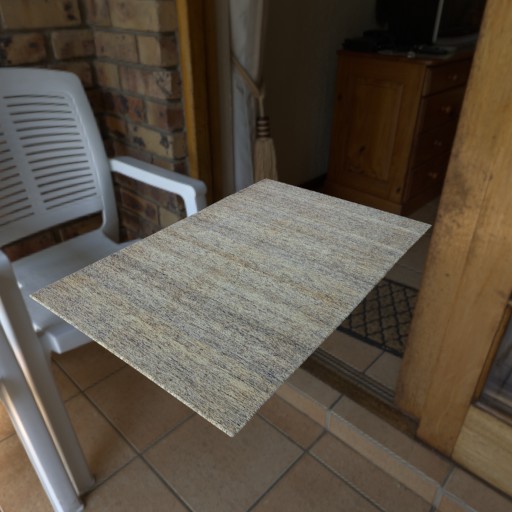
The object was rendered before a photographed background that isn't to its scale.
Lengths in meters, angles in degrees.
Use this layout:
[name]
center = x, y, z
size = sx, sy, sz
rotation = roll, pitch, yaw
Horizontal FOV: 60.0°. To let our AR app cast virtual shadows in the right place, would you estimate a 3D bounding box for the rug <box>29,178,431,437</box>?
[rug]
center = 0.000, 0.000, 2.352
size = 1.243, 0.014, 1.846
rotation = 22, 38, 31
